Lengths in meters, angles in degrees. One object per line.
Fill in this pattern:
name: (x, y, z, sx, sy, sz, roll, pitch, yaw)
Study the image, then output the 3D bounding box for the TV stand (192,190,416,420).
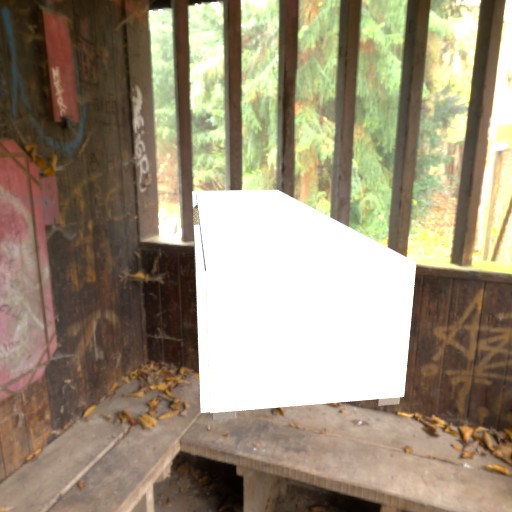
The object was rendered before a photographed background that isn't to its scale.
TV stand: (0.000, 0.000, 1.532, 0.420, 0.310, 1.400, -2, 14, -8)
